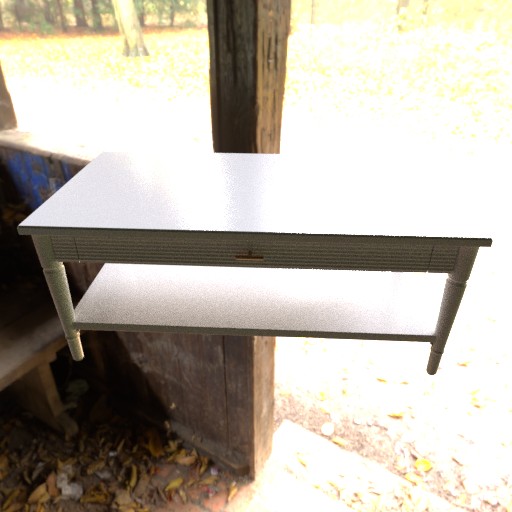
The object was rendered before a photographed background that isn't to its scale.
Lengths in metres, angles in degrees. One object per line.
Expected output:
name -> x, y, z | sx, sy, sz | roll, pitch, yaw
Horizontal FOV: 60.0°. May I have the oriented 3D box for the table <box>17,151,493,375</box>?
table -> 0.000, 0.000, 1.344 | 1.067, 0.457, 0.559 | 2, 31, 3
